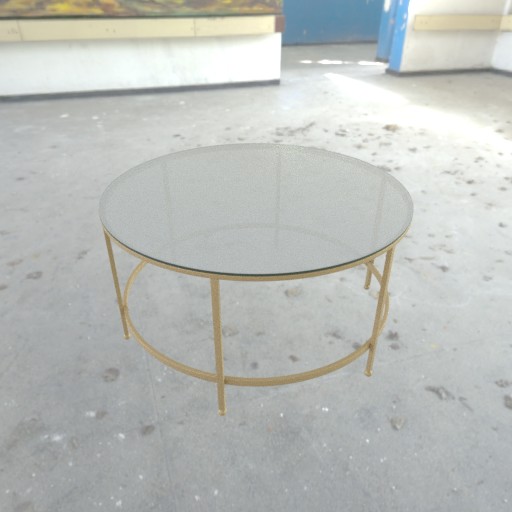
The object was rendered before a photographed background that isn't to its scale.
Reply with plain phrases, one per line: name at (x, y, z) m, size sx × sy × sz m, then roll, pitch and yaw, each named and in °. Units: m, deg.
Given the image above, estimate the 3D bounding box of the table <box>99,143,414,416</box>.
table at (0.000, 0.000, 1.459) m, size 0.914 × 0.470 × 0.914 m, roll 0°, pitch 32°, yaw 0°
